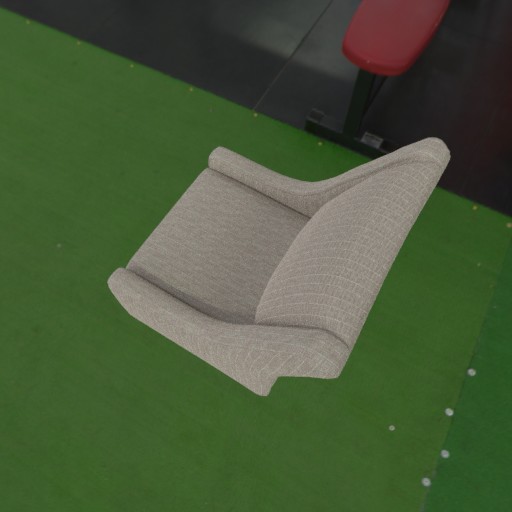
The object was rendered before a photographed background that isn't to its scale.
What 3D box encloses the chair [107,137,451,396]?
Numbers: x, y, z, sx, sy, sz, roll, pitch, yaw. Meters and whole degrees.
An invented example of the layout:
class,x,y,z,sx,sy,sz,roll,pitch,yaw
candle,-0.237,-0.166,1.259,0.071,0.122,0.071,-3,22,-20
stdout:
class,x,y,z,sx,sy,sz,roll,pitch,yaw
chair,0.000,0.000,1.646,0.870,1.014,0.774,28,67,13
